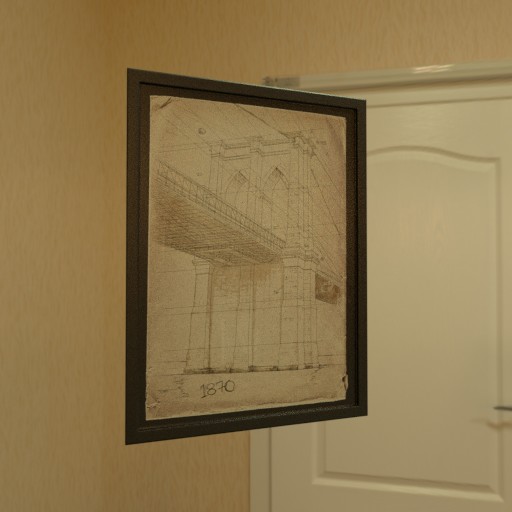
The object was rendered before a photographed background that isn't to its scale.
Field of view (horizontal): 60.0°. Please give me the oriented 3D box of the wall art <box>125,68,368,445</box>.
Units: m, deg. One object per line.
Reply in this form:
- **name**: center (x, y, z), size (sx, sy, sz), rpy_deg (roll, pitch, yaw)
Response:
- **wall art**: center (0.000, 0.000, 0.853), size (0.480, 0.657, 0.016), rpy_deg (0, -1, -18)
